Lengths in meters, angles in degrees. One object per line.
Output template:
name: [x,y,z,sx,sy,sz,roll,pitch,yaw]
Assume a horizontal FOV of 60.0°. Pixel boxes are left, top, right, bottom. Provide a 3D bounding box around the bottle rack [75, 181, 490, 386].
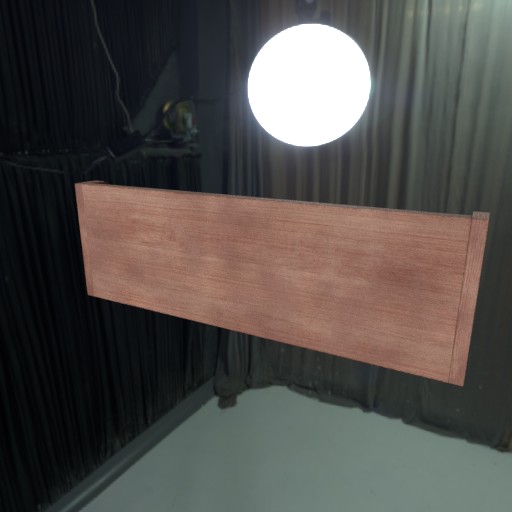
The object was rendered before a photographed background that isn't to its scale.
bottle rack: [0.000,0.000,0.673,0.608,0.196,0.126,9,19,27]
